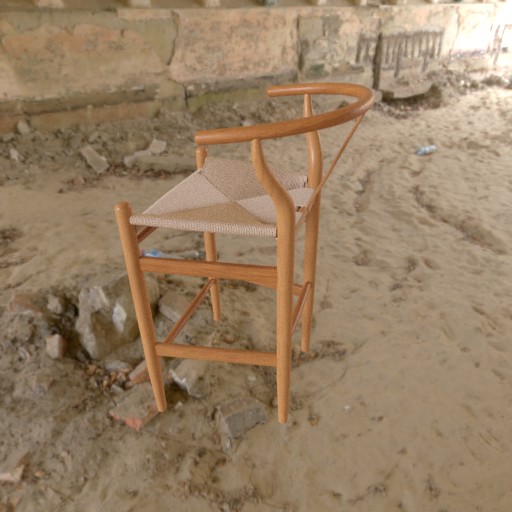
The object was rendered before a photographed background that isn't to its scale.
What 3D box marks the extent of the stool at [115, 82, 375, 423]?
[{"bbox_3d":[0.000,0.000,1.347,0.579,0.970,0.569,9,32,15],"label":"stool"}]
